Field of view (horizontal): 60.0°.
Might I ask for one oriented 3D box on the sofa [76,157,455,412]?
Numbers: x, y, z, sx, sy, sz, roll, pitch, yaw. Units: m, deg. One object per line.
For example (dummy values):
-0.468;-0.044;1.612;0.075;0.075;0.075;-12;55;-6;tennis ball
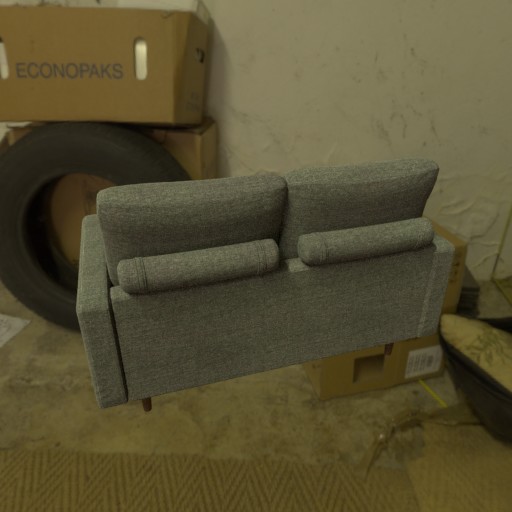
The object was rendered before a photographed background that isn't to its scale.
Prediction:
0.000;0.000;1.919;1.407;0.907;0.842;-9;29;-16;sofa
